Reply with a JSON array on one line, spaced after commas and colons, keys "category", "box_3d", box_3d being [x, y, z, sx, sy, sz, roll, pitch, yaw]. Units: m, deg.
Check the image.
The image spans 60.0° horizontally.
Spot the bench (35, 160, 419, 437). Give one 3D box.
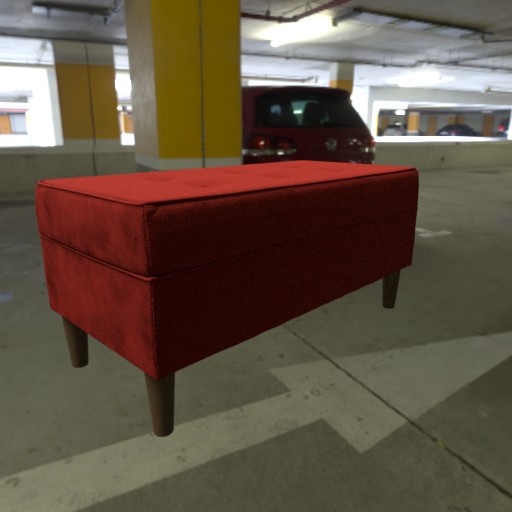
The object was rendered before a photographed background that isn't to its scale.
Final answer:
[{"category": "bench", "box_3d": [0.000, 0.000, 1.268, 0.492, 0.471, 1.016, 15, 22, 42]}]
